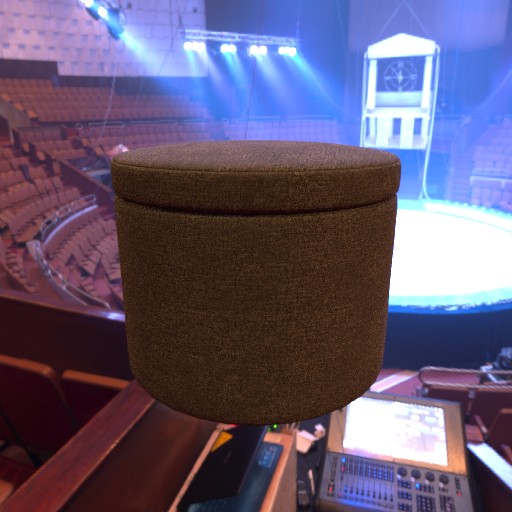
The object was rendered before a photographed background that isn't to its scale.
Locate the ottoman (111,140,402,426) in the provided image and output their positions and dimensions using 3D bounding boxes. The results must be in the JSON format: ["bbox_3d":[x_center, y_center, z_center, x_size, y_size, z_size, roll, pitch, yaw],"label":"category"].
[{"bbox_3d":[0.000,0.000,0.847,0.500,0.419,0.500,0,17,0],"label":"ottoman"}]
